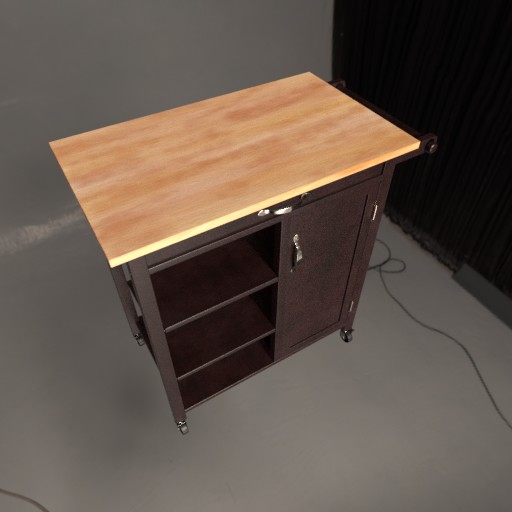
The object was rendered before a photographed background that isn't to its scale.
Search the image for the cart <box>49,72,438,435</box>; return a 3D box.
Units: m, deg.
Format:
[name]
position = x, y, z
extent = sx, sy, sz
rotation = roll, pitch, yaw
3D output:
[cart]
position = 0.000, 0.000, 1.432
extent = 0.914, 0.878, 0.472
rotation = -23, 50, -21
